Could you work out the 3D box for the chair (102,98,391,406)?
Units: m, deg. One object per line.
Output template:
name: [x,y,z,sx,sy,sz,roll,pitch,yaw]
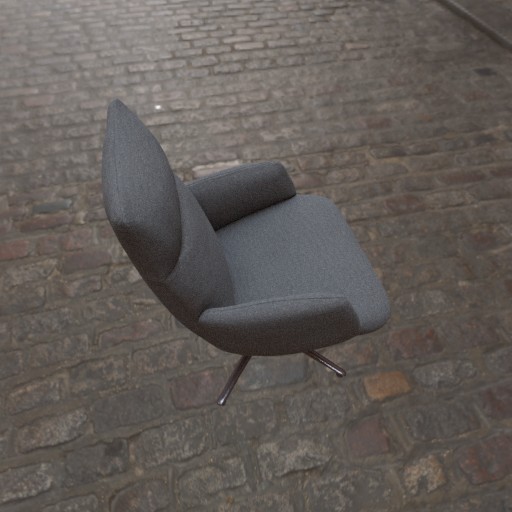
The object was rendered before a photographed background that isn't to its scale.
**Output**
chair: [0.000,0.000,1.513,0.831,0.984,0.702,-11,49,-9]
